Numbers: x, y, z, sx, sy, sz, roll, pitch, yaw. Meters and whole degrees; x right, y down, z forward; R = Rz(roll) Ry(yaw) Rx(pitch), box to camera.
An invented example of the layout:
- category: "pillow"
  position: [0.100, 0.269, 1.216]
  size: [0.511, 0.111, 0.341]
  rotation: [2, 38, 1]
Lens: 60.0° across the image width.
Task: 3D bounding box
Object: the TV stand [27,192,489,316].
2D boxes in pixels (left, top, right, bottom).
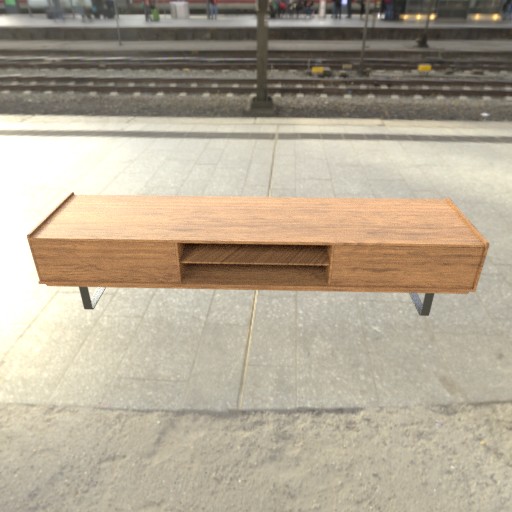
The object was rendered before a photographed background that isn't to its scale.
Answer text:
- category: "TV stand"
  position: [0.000, 0.000, 2.017]
  size: [1.796, 0.415, 0.467]
  rotation: [1, 30, 2]
